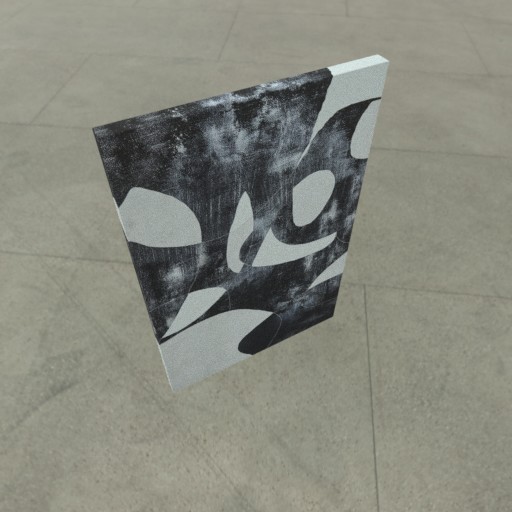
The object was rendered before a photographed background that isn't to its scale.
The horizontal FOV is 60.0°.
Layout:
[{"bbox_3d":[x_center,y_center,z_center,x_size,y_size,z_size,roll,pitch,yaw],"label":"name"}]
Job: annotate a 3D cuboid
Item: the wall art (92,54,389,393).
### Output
[{"bbox_3d":[0.000,0.000,1.168,0.610,0.915,0.041,-22,51,-19],"label":"wall art"}]
